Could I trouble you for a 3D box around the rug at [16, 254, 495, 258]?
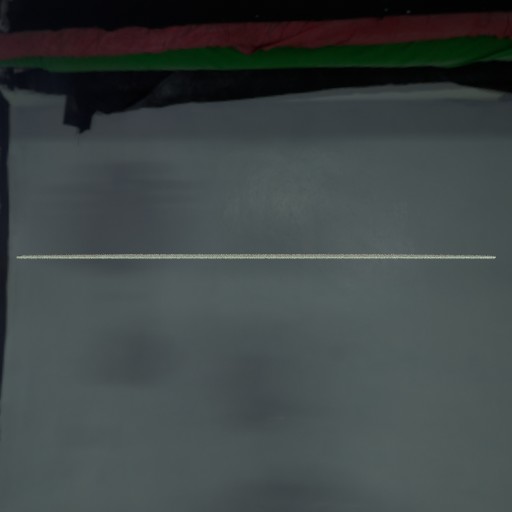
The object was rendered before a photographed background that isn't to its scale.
[{"bbox_3d":[0.000,0.000,2.830,2.202,0.014,1.598,0,0,0],"label":"rug"}]
